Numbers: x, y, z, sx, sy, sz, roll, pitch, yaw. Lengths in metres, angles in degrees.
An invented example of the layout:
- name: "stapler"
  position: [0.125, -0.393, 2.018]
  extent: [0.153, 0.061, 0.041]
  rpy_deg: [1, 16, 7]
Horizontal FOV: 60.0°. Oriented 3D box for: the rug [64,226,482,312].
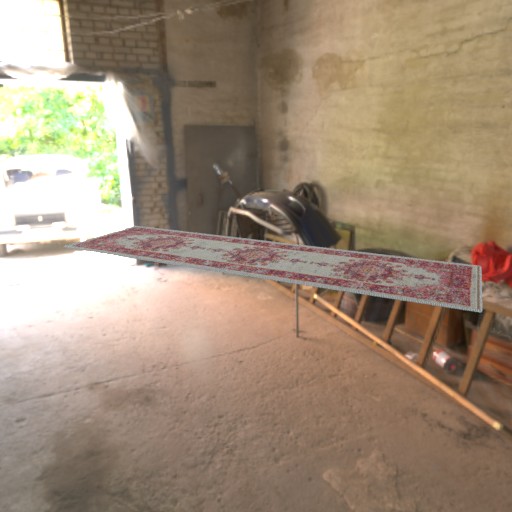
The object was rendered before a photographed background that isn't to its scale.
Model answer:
- name: "rug"
  position: [0.000, 0.000, 2.507]
  extent: [2.294, 0.011, 0.666]
  rpy_deg: [8, 18, 25]
